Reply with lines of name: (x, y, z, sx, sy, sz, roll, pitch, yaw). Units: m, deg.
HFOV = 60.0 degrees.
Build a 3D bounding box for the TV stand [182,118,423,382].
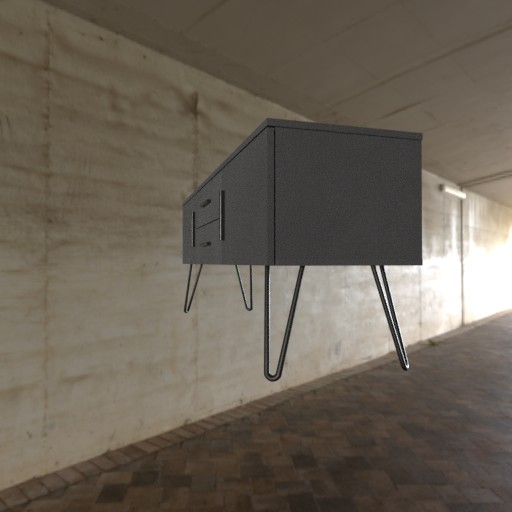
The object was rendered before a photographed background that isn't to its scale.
TV stand: (0.000, 0.000, 1.652, 0.400, 0.560, 1.400, 0, -1, -17)
